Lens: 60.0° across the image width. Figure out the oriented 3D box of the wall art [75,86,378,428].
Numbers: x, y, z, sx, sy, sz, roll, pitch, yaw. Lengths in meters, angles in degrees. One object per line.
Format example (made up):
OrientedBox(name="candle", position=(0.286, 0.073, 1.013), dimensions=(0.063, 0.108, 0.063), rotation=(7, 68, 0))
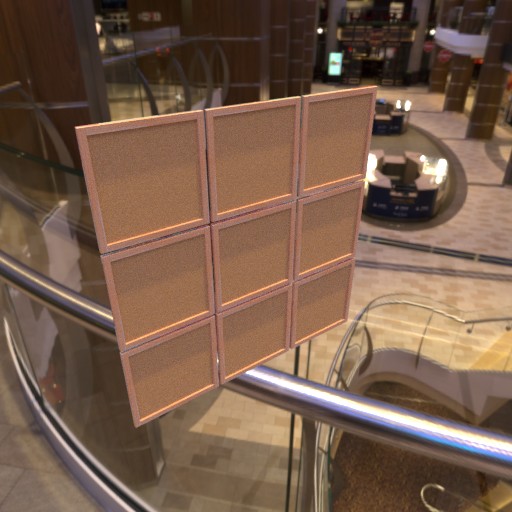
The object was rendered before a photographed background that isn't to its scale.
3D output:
OrientedBox(name="wall art", position=(0.000, 0.000, 1.367), dimensions=(0.911, 0.910, 0.012), rotation=(-19, 35, -30))
